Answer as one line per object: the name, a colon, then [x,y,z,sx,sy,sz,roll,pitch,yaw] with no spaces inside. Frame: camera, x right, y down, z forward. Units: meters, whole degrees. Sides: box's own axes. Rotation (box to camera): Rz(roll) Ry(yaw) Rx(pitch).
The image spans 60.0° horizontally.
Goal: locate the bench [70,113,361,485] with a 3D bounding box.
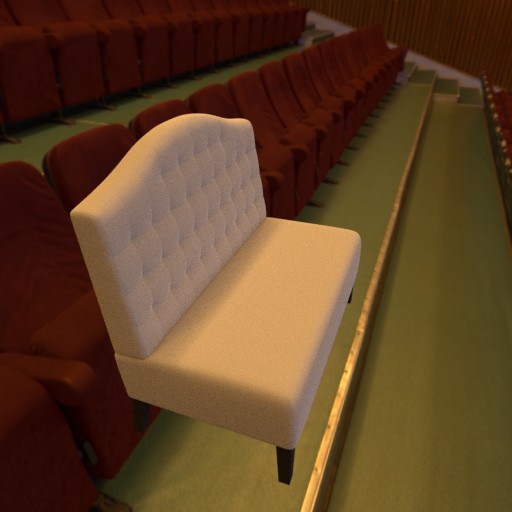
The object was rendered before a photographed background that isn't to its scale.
bench: [0.000,0.000,2.050,0.815,1.180,1.335,11,32,18]
